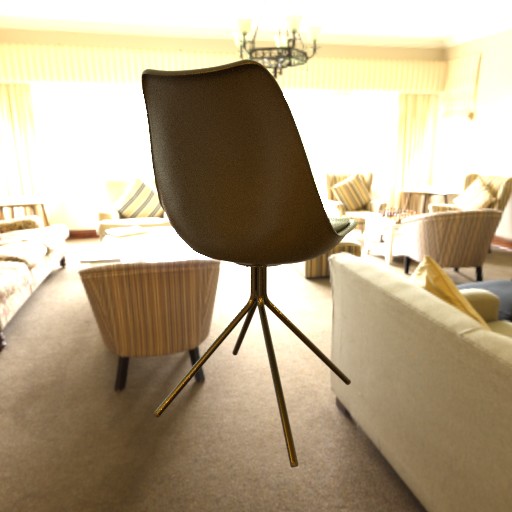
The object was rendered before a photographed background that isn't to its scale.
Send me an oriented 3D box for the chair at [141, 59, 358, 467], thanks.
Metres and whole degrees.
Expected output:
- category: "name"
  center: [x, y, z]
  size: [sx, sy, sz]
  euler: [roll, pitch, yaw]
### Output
- category: "chair"
  center: [0.000, 0.000, 1.140]
  size: [0.461, 0.850, 0.525]
  euler: [8, 17, 28]
